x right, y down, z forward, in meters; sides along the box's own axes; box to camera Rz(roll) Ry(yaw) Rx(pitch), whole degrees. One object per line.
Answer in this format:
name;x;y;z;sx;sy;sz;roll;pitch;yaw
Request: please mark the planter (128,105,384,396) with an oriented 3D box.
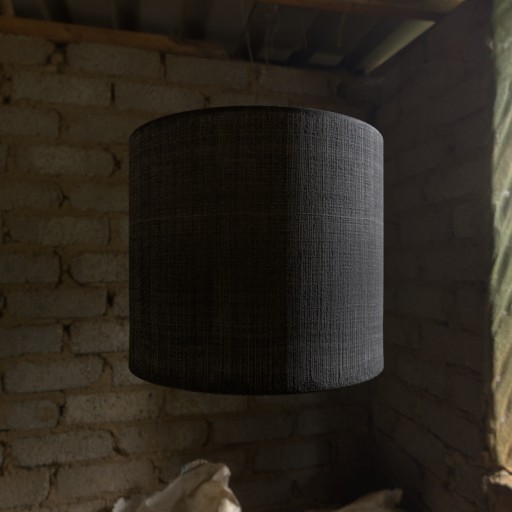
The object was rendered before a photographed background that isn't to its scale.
planter;0.000;0.000;0.458;0.254;0.221;0.254;0;-2;0
